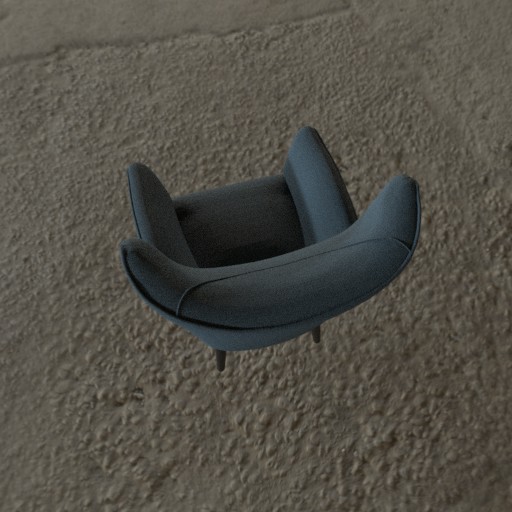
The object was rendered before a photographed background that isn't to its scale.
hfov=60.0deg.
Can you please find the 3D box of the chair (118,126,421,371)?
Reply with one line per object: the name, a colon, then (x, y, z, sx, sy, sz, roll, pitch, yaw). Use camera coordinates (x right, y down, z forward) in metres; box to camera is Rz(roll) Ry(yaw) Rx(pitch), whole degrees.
chair: (0.000, 0.000, 1.577, 0.781, 0.933, 0.888, -14, 59, -9)
